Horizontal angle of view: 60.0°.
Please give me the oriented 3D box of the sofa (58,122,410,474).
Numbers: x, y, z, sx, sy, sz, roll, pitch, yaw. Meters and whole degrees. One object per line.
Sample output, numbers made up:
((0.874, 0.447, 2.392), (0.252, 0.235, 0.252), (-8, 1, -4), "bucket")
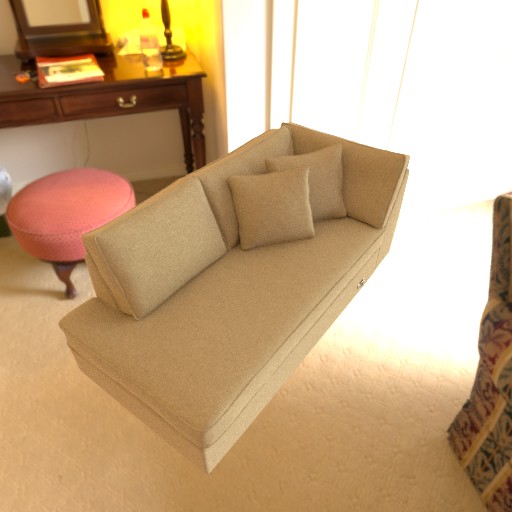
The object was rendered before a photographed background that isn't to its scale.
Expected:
((0.000, 0.000, 2.849), (1.110, 1.033, 2.237), (26, 47, 27), "sofa")
